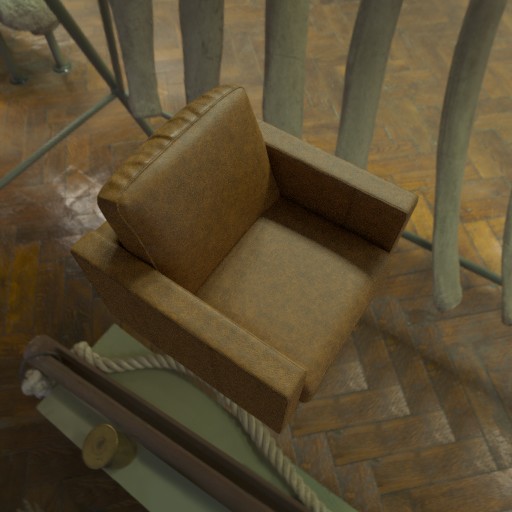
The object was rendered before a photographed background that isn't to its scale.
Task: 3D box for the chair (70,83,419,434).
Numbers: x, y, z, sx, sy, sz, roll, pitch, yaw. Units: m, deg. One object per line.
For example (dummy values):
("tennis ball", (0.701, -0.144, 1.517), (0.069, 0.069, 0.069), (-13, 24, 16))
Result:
("chair", (0.000, 0.000, 1.709), (0.909, 0.956, 0.890), (31, 63, 17))
